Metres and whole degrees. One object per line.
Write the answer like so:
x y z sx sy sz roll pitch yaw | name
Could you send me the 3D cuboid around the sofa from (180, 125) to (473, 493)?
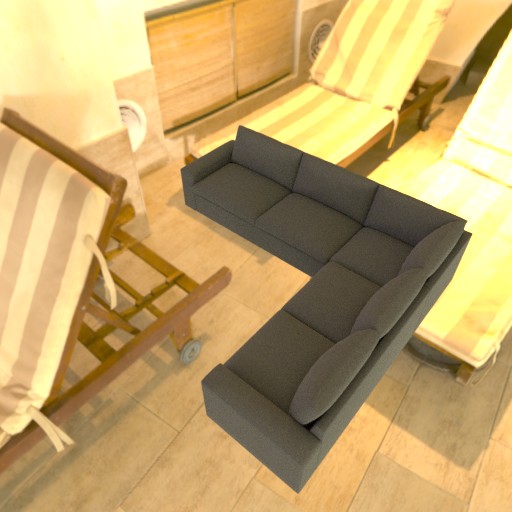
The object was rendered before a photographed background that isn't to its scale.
0.000 0.000 4.609 3.277 0.965 2.895 31 52 28 | sofa
